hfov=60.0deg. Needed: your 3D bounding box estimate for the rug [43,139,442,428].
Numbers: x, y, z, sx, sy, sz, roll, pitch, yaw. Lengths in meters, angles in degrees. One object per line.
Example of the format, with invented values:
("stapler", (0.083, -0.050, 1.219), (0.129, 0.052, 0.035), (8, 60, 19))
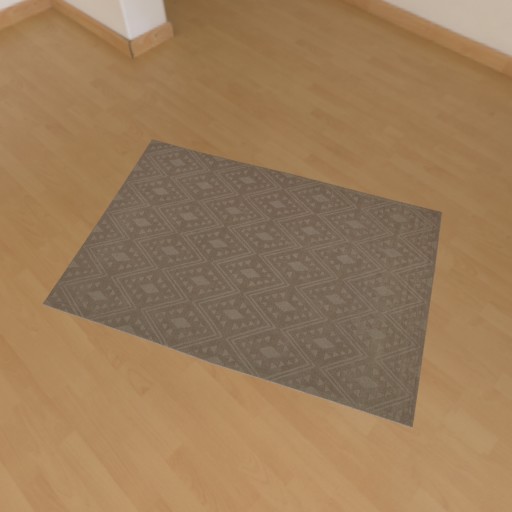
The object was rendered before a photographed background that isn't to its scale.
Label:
("rug", (0.000, 0.000, 2.369), (1.829, 0.034, 1.252), (16, 58, 10))
